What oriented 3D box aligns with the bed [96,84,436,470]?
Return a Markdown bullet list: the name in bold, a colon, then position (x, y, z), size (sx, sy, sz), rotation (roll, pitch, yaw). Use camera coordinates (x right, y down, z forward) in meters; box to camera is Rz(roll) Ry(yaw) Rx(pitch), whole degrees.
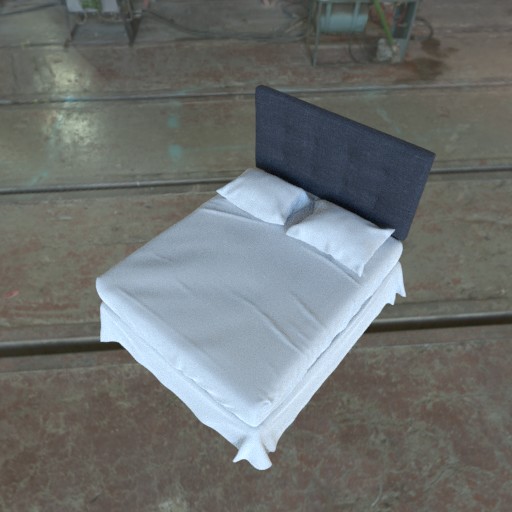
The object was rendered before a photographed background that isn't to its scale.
- **bed**: position (0.000, 0.000, 3.519), size (1.936, 1.577, 2.222), rotation (32, 55, 26)
